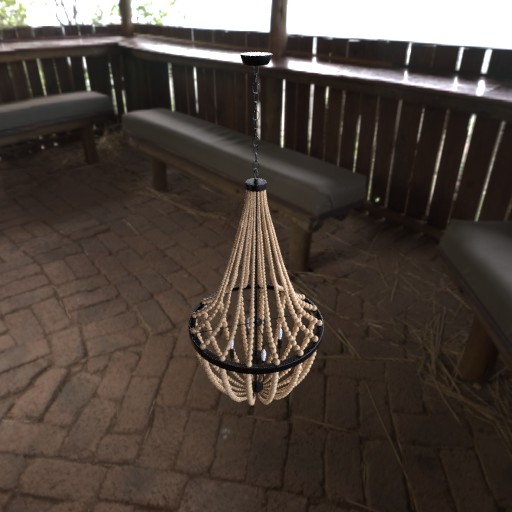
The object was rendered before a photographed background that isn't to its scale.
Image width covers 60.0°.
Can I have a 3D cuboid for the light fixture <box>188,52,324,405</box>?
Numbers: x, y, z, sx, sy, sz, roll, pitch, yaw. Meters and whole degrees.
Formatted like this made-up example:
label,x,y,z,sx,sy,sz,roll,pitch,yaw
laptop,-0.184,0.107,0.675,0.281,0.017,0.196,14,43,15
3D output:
label,x,y,z,sx,sy,sz,roll,pitch,yaw
light fixture,0.000,0.000,1.360,0.450,1.133,0.450,0,30,0
